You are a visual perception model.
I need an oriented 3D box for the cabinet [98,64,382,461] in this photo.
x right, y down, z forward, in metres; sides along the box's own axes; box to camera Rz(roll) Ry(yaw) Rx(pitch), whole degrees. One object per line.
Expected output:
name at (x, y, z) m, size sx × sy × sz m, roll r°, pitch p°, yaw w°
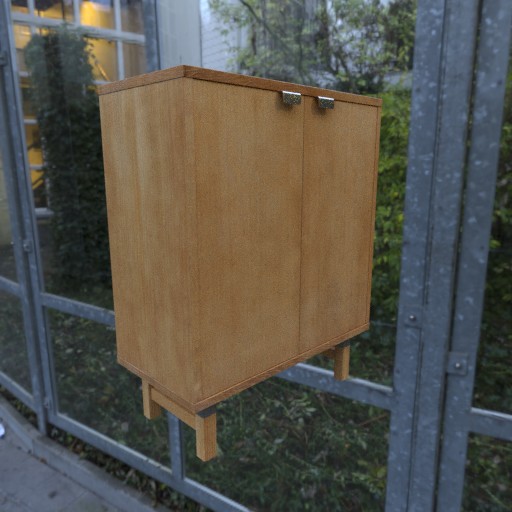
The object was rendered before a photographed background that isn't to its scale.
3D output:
cabinet at (0.000, 0.000, 1.437) m, size 0.800 × 1.001 × 0.419 m, roll -12°, pitch 17°, yaw -43°
